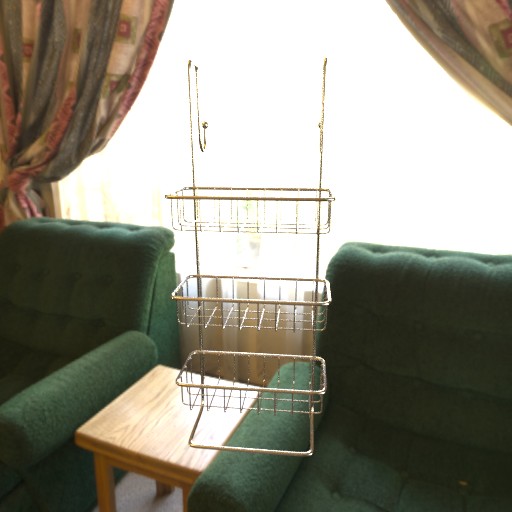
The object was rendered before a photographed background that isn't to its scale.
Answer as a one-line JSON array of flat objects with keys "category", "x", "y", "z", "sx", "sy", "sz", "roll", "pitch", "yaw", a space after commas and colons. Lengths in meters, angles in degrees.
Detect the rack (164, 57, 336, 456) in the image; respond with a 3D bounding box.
[{"category": "rack", "x": 0.000, "y": 0.000, "z": 0.692, "sx": 0.228, "sy": 0.574, "sz": 0.202, "roll": 2, "pitch": 15, "yaw": 6}]
